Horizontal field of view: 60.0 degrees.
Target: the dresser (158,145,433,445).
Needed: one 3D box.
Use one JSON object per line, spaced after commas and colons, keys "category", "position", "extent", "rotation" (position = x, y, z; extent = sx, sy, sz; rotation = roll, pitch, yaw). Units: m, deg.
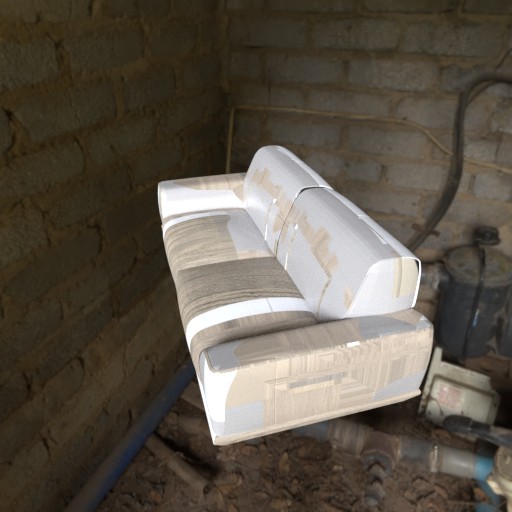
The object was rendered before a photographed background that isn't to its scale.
{"category": "dresser", "position": [0.000, 0.000, 5.950], "extent": [2.251, 1.863, 4.679], "rotation": [-8, 31, -14]}
